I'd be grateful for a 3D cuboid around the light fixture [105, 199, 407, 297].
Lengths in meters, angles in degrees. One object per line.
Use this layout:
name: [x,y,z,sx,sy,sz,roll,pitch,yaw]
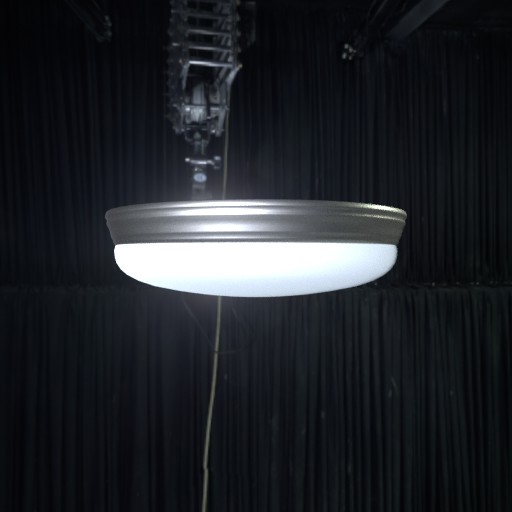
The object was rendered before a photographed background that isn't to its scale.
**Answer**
light fixture: [0.000,0.000,0.571,0.368,0.100,0.368,0,0,0]
